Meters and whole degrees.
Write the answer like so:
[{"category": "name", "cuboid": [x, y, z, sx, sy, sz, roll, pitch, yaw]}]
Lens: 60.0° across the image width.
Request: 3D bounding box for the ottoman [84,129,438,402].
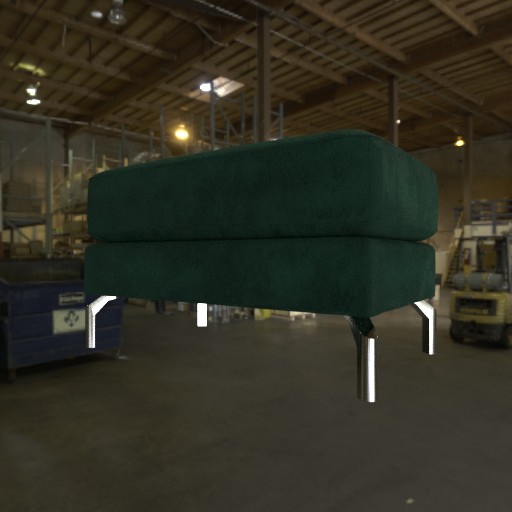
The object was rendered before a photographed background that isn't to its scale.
[{"category": "ottoman", "cuboid": [0.000, 0.000, 1.259, 0.886, 0.533, 0.536, 0, 0, 35]}]
